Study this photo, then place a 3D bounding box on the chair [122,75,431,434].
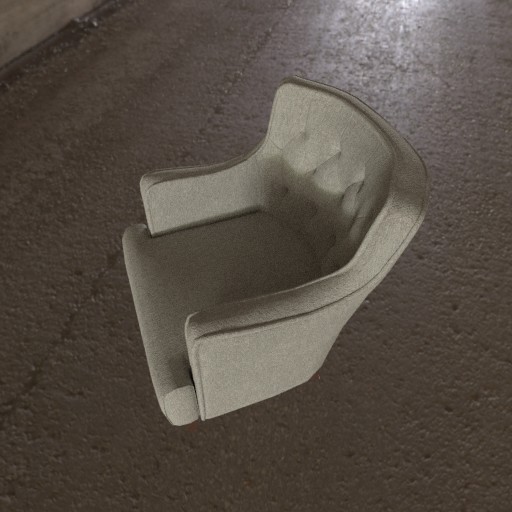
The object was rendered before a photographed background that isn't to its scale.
[{"bbox_3d":[0.000,0.000,1.566,0.910,0.920,0.820,-15,49,-14],"label":"chair"}]
